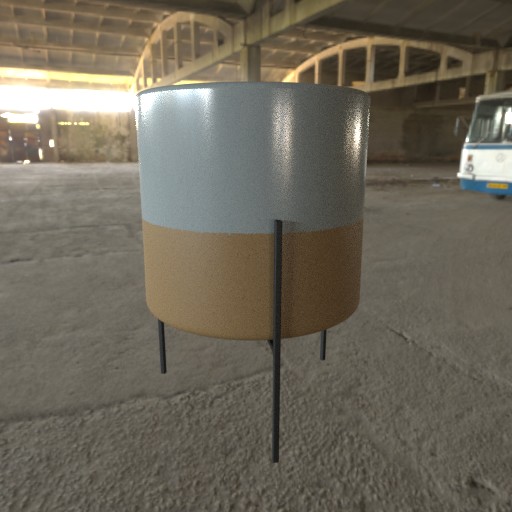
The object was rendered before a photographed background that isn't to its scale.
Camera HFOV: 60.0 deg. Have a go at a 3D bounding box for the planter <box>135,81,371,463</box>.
[{"bbox_3d":[0.000,0.000,0.633,0.310,0.432,0.310,-6,16,-24],"label":"planter"}]
